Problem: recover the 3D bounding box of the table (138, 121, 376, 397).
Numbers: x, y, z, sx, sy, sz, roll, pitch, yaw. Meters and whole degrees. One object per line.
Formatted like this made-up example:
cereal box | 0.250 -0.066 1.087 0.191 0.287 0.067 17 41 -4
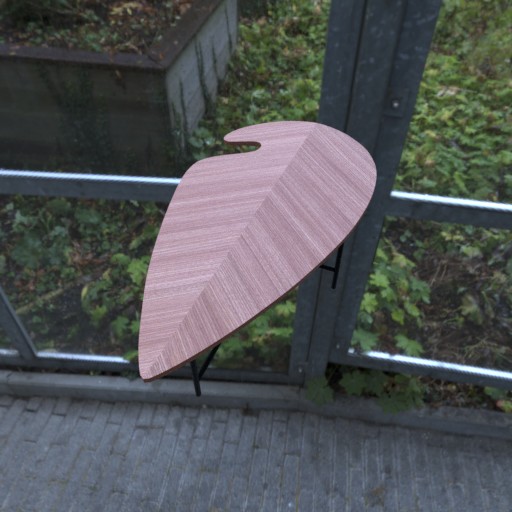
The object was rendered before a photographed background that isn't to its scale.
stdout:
table | 0.000 0.000 1.446 0.598 0.360 1.199 17 47 16
